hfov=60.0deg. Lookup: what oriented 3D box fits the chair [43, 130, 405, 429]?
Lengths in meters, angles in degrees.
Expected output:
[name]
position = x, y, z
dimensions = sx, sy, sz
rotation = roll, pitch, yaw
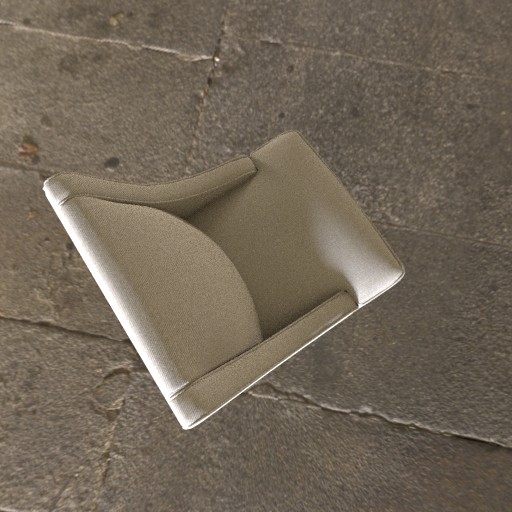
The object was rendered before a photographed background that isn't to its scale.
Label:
[chair]
position = 0.000, 0.000, 1.375
dimensions = 0.748, 0.872, 0.628
rotation = -33, 78, -8
